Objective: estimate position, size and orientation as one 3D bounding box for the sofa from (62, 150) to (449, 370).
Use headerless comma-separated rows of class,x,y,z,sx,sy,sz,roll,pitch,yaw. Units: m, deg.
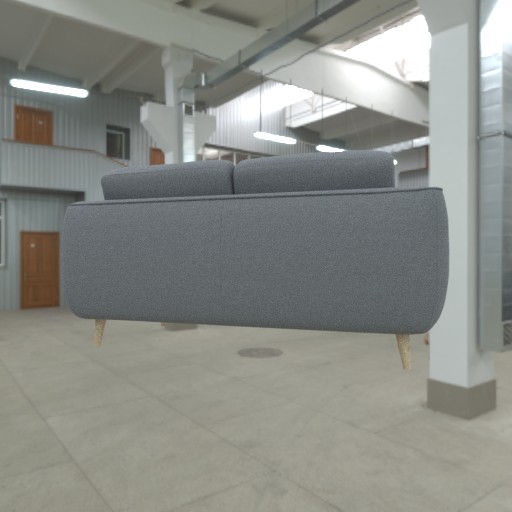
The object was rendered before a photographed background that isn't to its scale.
sofa,0.000,0.000,2.178,1.700,0.850,0.920,0,0,18
